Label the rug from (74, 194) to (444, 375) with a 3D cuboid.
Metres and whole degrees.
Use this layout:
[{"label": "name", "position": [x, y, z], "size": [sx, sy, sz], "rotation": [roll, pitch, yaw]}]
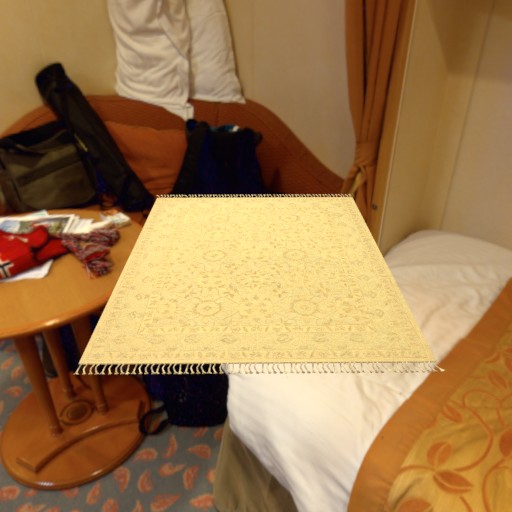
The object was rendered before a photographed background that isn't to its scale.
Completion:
[{"label": "rug", "position": [0.000, 0.000, 4.183], "size": [2.444, 0.013, 3.043], "rotation": [0, 30, -1]}]
